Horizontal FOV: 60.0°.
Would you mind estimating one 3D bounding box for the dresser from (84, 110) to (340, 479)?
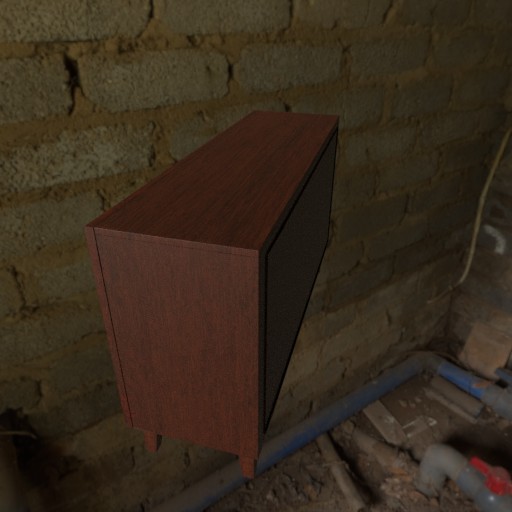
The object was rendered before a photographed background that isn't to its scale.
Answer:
[{"bbox_3d":[0.000,0.000,2.042,0.499,0.971,1.609,8,30,14],"label":"dresser"}]
